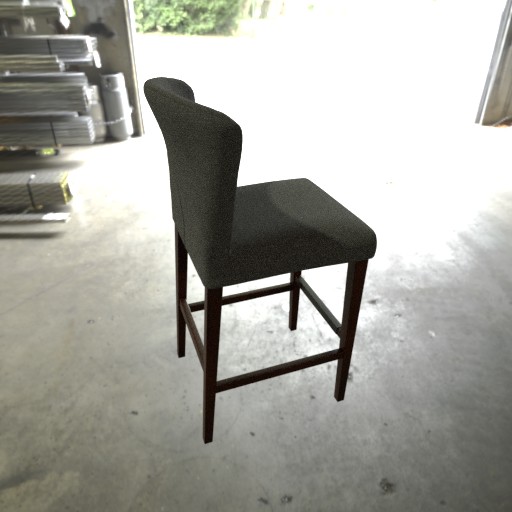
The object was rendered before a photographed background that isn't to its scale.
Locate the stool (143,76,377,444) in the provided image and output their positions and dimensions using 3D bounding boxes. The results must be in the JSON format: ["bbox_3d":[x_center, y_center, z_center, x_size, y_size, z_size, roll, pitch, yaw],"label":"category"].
[{"bbox_3d":[0.000,0.000,1.405,0.568,1.069,0.486,-11,33,-17],"label":"stool"}]
